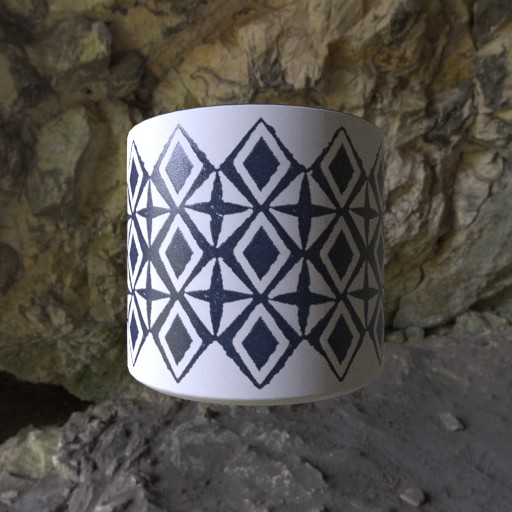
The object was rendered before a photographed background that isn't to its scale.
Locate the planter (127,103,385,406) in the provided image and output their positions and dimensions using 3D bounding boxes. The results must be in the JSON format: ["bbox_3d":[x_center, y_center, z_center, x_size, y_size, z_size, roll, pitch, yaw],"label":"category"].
[{"bbox_3d":[0.000,0.000,0.326,0.182,0.165,0.182,0,1,0],"label":"planter"}]
